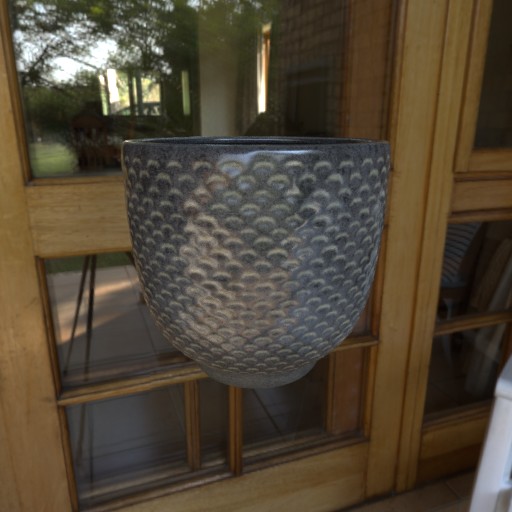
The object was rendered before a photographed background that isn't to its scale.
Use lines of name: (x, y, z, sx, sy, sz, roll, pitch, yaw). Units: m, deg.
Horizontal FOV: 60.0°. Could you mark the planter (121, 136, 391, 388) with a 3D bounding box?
planter: (0.000, 0.000, 0.314, 0.172, 0.160, 0.172, 0, 17, 0)
